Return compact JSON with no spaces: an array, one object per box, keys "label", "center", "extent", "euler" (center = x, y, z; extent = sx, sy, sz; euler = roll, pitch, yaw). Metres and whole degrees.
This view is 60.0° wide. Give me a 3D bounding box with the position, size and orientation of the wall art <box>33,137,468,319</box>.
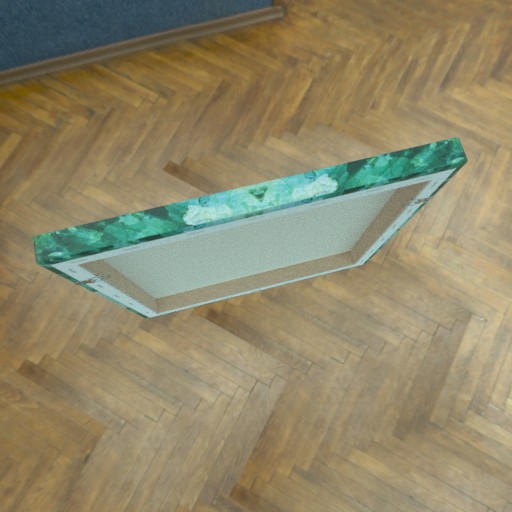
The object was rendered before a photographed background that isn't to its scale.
[{"label":"wall art","center":[0.000,0.000,0.750],"extent":[0.507,0.508,0.038],"euler":[-14,76,-4]}]
